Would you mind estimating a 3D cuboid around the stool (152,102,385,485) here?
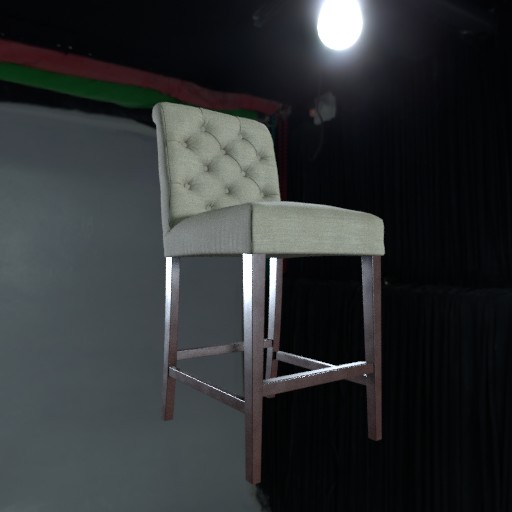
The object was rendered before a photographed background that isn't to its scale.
[{"bbox_3d":[0.000,0.000,1.434,0.486,1.084,0.660,1,-1,-35],"label":"stool"}]
